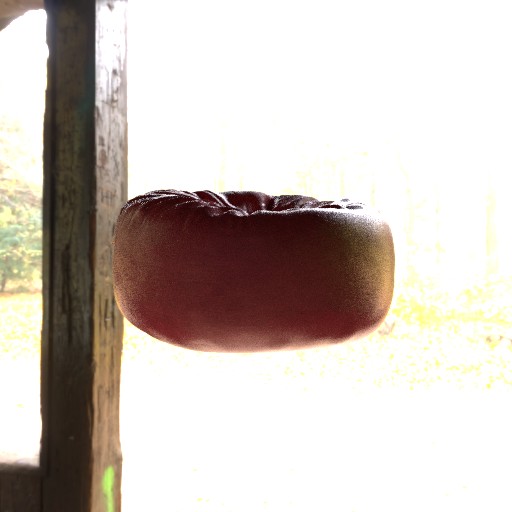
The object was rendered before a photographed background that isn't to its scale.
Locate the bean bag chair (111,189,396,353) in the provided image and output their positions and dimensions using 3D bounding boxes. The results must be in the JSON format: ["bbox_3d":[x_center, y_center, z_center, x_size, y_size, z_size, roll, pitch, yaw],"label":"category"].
[{"bbox_3d":[0.000,0.000,2.444,1.524,0.878,1.524,0,-1,-17],"label":"bean bag chair"}]
